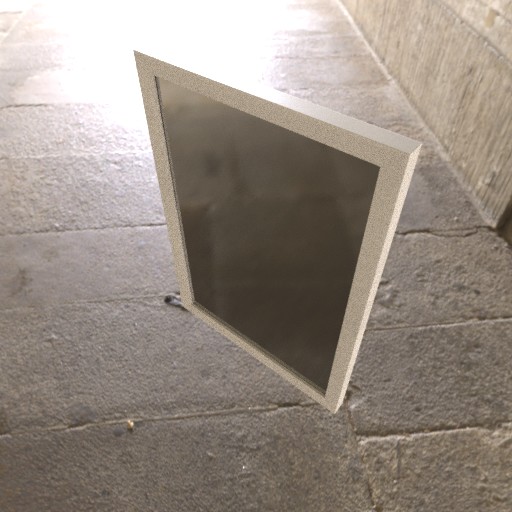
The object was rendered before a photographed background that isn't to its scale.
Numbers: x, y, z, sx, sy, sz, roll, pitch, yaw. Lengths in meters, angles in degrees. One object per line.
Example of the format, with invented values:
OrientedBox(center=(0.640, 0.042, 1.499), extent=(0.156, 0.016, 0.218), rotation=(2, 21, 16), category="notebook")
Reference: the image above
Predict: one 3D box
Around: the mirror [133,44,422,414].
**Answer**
OrientedBox(center=(0.000, 0.000, 0.908), extent=(0.507, 0.710, 0.040), rotation=(30, 53, 26), category="mirror")
